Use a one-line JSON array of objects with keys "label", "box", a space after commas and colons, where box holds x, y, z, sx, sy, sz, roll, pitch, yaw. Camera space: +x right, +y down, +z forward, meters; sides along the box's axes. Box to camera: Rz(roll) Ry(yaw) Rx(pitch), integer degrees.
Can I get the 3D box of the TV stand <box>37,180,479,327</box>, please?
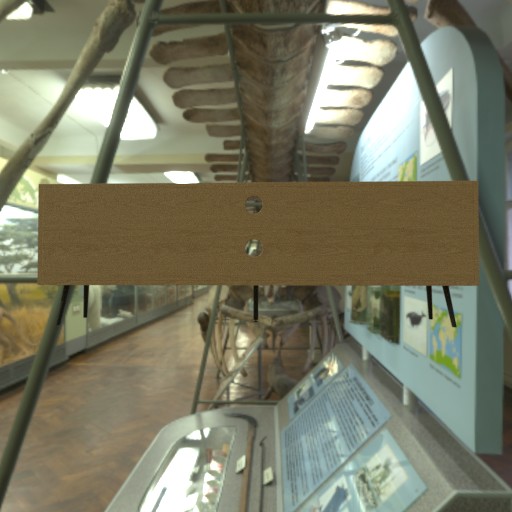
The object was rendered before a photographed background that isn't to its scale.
[{"label": "TV stand", "box": [0.000, 0.000, 1.967, 1.760, 0.580, 0.400, 0, -1, 2]}]
